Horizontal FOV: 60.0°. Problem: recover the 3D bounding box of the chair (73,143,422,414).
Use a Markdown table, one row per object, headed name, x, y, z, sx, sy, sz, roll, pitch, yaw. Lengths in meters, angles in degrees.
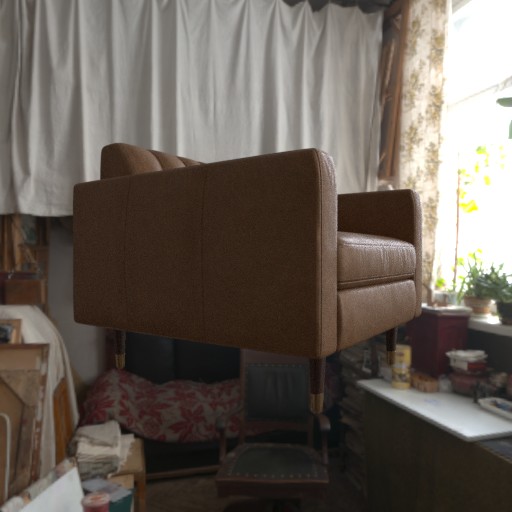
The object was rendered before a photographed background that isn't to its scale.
| name | x | y | z | sx | sy | sz | roll | pitch | yaw |
| --- | --- | --- | --- | --- | --- | --- | --- | --- | --- |
| chair | 0.000 | 0.000 | 1.647 | 0.998 | 0.819 | 0.953 | 0 | 0 | 35 |
